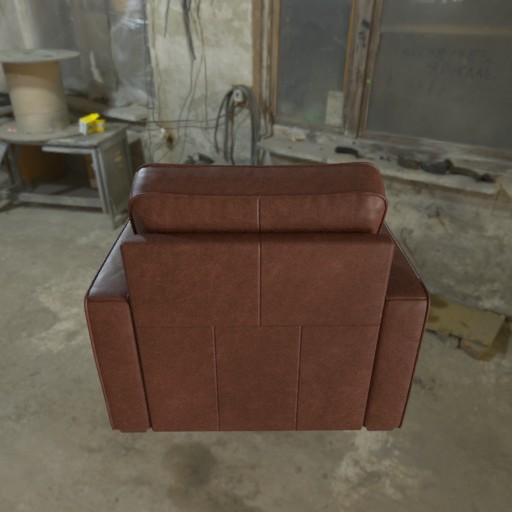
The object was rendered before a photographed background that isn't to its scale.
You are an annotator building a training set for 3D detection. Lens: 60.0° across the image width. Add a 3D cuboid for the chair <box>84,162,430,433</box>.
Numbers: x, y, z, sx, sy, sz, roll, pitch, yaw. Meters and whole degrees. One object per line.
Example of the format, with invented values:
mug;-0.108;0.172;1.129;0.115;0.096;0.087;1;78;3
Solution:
chair;0.000;0.000;1.696;1.017;0.919;0.940;0;30;0
